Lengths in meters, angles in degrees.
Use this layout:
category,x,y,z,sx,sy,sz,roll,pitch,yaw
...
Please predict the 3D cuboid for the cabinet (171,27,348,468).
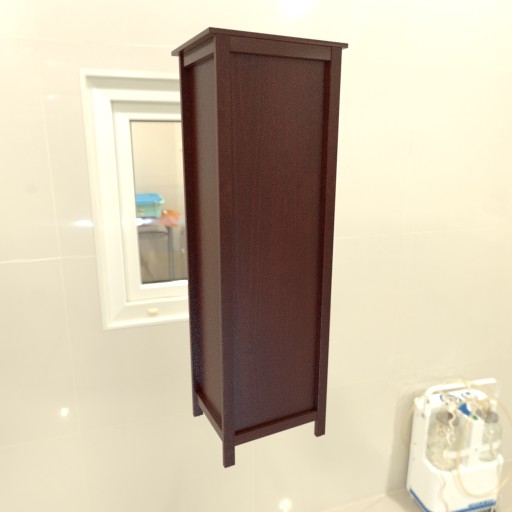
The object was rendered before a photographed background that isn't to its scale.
category,x,y,z,sx,sy,sz,roll,pitch,yaw
cabinet,0.000,0.000,1.751,0.500,1.518,0.401,-7,16,-25
